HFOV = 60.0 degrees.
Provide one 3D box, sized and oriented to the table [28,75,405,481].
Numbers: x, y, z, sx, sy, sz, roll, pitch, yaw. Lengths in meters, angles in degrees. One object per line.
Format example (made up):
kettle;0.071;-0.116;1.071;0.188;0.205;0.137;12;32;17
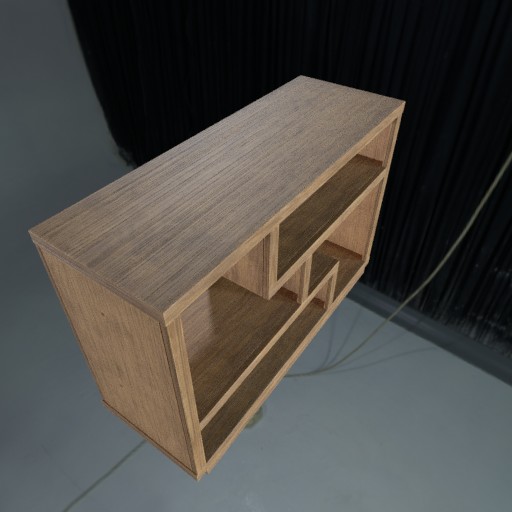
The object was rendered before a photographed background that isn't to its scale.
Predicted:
table;0.000;0.000;1.485;0.410;0.771;1.151;26;48;26
